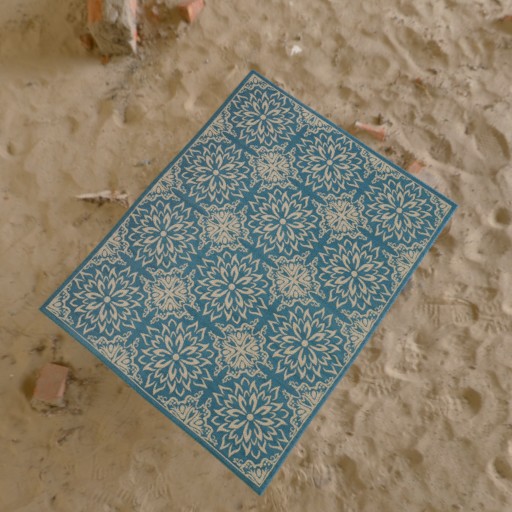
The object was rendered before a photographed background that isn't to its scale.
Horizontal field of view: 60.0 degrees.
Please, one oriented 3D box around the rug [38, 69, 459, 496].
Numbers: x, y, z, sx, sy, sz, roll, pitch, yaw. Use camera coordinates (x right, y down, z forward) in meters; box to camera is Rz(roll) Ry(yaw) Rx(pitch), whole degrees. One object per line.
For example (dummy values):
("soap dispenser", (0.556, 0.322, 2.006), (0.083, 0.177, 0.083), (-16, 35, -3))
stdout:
("rug", (0.000, 0.000, 3.843), (2.350, 0.018, 2.964), (36, 78, 9))
